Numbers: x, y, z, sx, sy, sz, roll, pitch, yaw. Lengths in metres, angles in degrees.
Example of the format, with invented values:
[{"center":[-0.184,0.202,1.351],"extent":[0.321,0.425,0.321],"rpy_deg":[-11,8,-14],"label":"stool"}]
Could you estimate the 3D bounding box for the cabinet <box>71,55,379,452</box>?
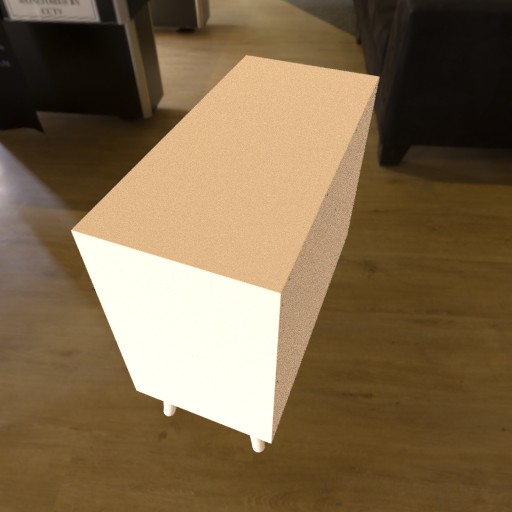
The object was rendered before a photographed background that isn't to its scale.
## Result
[{"center":[0.000,0.000,1.252],"extent":[0.398,0.761,0.800],"rpy_deg":[16,48,15],"label":"cabinet"}]
